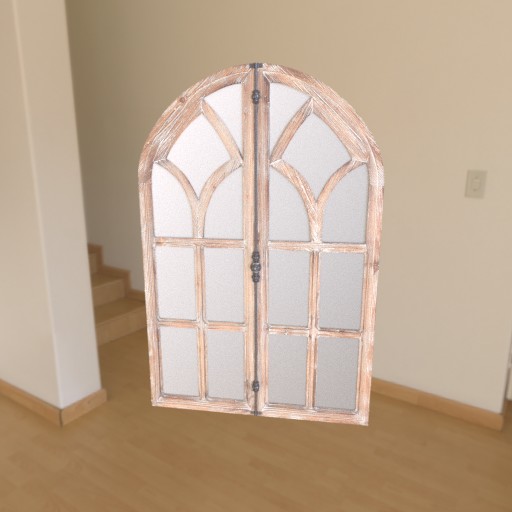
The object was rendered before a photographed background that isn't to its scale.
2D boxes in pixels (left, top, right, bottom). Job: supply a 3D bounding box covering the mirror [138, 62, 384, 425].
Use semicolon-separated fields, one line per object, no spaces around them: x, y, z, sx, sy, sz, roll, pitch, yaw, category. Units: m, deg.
0.000;0.000;1.128;0.609;0.915;0.032;2;14;9;mirror
